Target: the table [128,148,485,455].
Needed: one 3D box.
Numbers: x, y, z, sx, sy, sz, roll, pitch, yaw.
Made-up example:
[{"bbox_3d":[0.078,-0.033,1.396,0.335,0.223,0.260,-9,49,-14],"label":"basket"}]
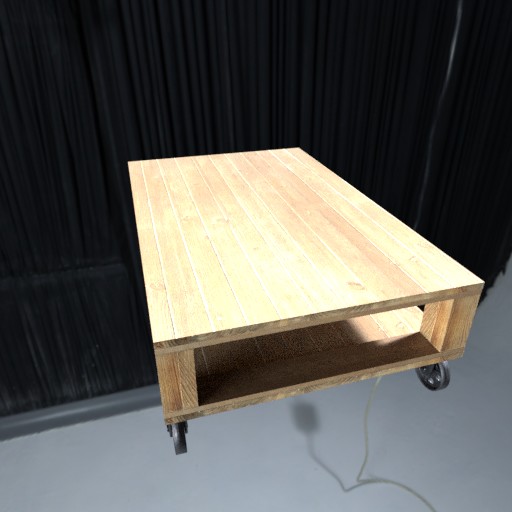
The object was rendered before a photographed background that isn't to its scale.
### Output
[{"bbox_3d":[0.000,0.000,1.667,0.827,0.413,1.299,-8,30,-14],"label":"table"}]
